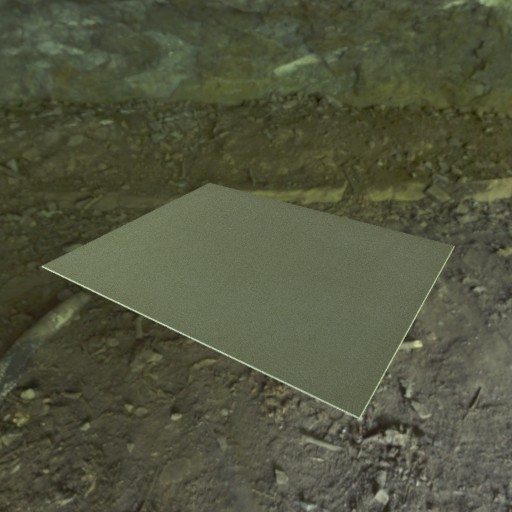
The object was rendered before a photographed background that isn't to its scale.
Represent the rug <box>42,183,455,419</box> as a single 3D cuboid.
[{"bbox_3d":[0.000,0.000,3.541,2.584,0.011,2.073,19,35,28],"label":"rug"}]
